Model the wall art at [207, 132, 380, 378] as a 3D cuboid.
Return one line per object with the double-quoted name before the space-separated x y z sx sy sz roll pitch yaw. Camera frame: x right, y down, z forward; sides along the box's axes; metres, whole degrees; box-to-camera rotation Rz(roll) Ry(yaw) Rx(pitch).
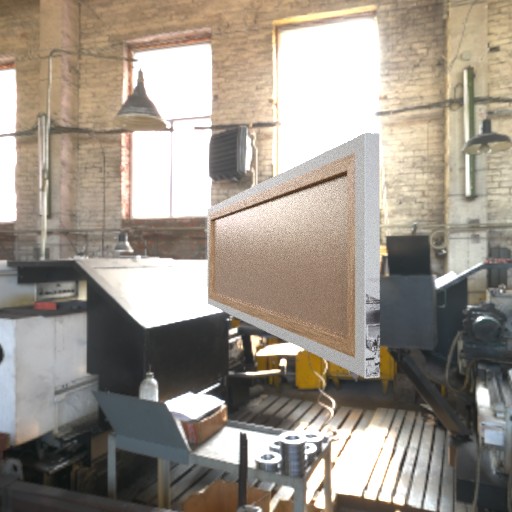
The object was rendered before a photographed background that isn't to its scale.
"wall art" 0.000 0.000 1.637 0.039 0.507 1.520 0 0 -18
